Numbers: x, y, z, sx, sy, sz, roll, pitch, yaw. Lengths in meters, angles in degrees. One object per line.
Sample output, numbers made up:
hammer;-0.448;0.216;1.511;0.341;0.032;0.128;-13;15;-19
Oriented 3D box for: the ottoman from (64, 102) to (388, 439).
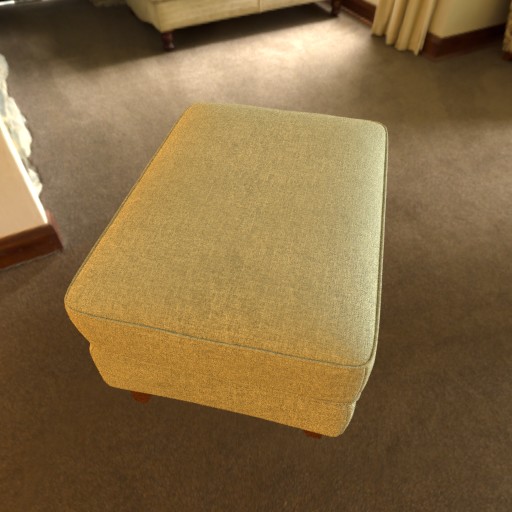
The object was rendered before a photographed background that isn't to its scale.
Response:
ottoman;0.000;0.000;1.298;0.661;0.561;0.889;10;48;9
